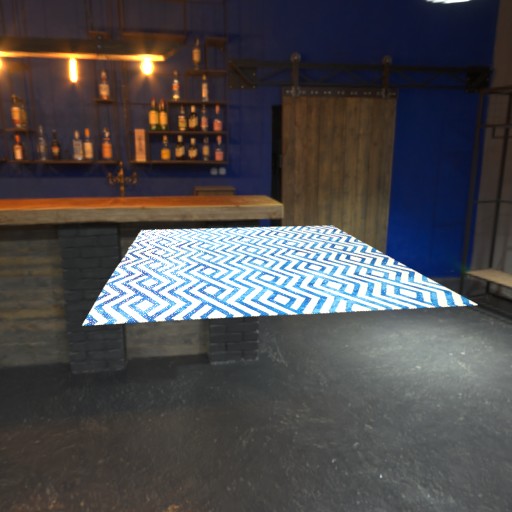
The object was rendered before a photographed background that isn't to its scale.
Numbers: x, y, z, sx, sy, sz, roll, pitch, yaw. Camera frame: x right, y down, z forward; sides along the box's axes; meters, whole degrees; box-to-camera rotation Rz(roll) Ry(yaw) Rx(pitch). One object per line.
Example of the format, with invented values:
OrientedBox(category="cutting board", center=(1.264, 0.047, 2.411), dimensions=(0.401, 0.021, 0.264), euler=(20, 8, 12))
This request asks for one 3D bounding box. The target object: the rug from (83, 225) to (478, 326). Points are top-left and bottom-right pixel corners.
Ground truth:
OrientedBox(category="rug", center=(0.000, 0.000, 4.160), dimensions=(2.453, 0.008, 3.059), euler=(-2, 14, -8))
